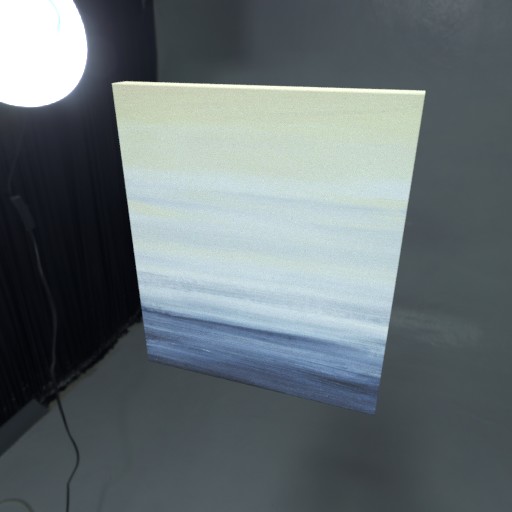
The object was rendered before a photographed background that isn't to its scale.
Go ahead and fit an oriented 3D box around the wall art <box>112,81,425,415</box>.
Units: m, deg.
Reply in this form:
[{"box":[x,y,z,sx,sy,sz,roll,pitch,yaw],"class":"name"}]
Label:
[{"box":[0.000,0.000,0.713,0.435,0.511,0.037,9,27,17],"class":"wall art"}]
